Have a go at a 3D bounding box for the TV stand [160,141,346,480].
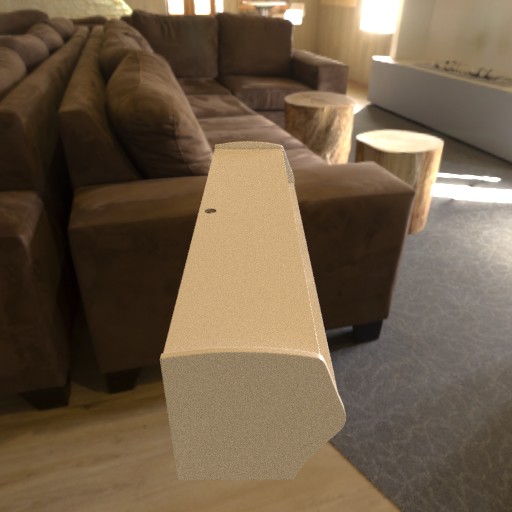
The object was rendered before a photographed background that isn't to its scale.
[{"bbox_3d":[0.000,0.000,1.629,0.397,0.424,1.473,0,31,0],"label":"TV stand"}]
